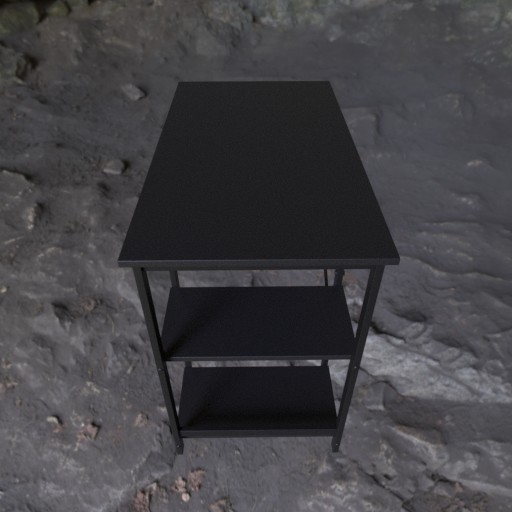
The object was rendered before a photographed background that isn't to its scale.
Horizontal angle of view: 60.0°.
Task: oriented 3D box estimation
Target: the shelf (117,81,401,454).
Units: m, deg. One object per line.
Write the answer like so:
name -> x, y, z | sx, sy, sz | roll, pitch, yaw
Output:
shelf -> 0.000, 0.000, 1.363 | 0.498, 0.749, 0.902 | 0, 40, -1
